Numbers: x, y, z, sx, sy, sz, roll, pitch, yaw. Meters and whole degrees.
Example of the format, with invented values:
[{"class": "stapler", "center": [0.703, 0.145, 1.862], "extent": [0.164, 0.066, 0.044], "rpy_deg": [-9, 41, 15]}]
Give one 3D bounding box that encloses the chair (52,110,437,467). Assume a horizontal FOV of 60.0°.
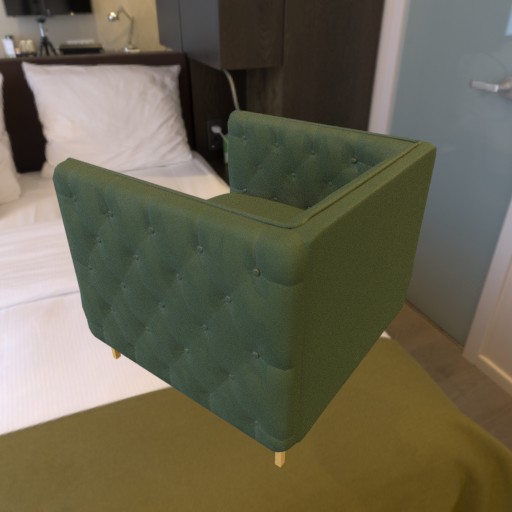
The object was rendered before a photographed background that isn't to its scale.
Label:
[{"class": "chair", "center": [0.000, 0.000, 1.530], "extent": [0.855, 0.768, 0.917], "rpy_deg": [21, 36, 31]}]
